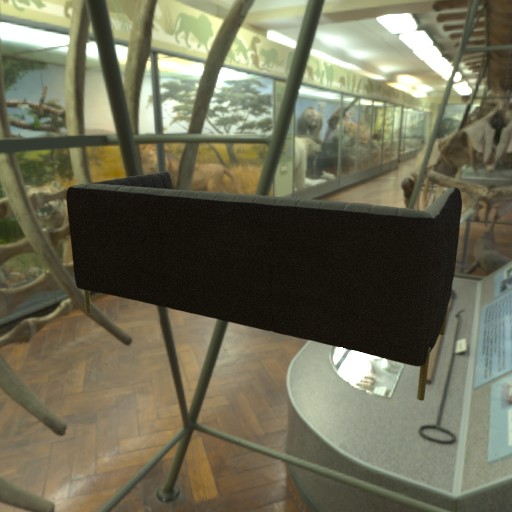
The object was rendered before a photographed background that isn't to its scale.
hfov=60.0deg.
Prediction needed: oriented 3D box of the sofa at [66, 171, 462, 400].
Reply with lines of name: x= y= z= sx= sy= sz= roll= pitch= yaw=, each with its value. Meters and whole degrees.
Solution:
sofa: x=0.000 y=0.000 z=2.439 sx=1.980 sy=0.780 sz=0.876 roll=8 pitch=18 yaw=27
